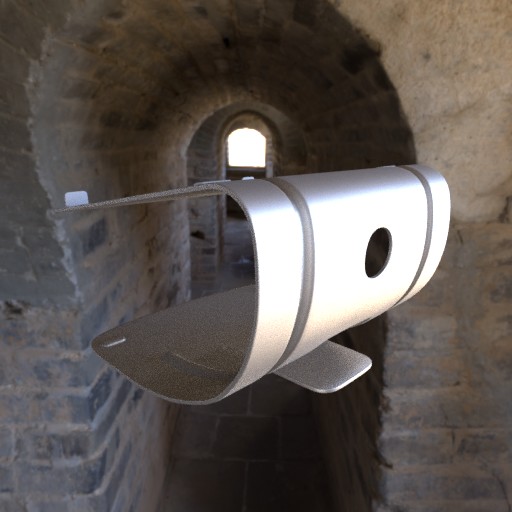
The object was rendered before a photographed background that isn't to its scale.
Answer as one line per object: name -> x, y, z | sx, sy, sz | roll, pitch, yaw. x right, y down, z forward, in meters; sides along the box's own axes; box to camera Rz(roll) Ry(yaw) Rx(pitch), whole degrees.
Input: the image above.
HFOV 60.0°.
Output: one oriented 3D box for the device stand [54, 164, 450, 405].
device stand -> 0.000, 0.000, 0.388 | 0.236, 0.155, 0.256 | 14, 20, 43
